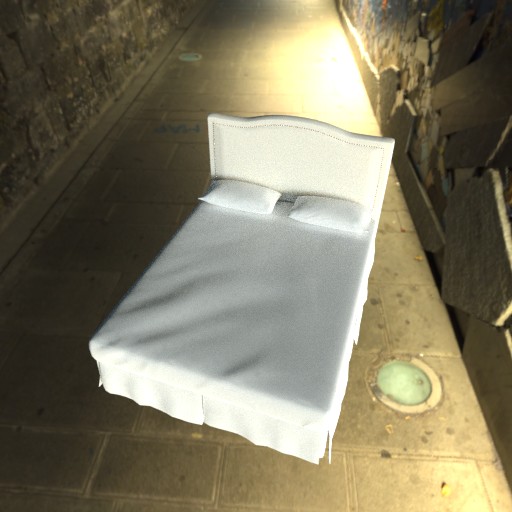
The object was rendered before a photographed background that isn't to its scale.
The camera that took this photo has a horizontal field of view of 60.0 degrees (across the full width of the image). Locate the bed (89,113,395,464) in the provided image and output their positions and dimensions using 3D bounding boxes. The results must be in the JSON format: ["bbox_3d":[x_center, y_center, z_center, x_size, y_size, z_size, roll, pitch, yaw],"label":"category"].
[{"bbox_3d":[0.000,0.000,3.541,1.821,1.436,2.282,13,42,15],"label":"bed"}]
